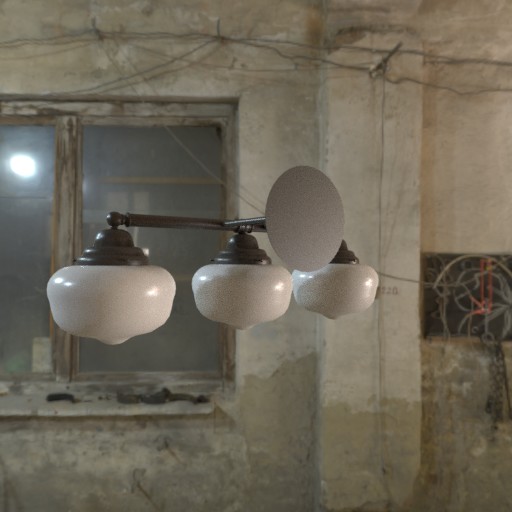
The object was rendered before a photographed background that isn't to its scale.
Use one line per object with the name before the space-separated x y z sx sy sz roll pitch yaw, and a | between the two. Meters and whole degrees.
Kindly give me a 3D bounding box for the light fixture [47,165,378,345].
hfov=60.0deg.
light fixture | 0.000 0.000 0.695 0.587 0.242 0.239 0 -1 -36
